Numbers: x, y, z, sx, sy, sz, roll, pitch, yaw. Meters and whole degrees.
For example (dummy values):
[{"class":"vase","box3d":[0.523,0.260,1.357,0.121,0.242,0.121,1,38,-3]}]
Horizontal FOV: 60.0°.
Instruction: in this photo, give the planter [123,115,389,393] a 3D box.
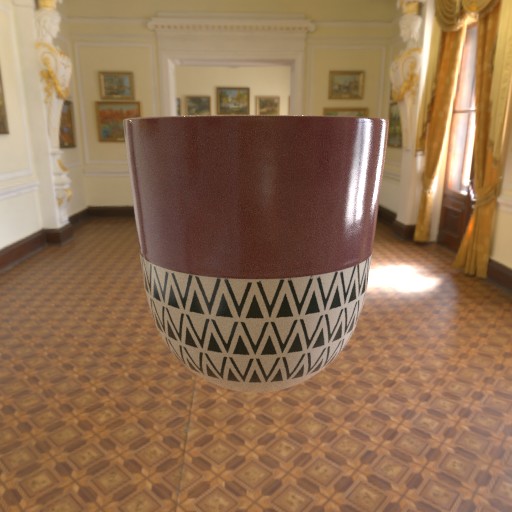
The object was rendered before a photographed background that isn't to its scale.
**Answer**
[{"class":"planter","box3d":[0.000,0.000,0.366,0.195,0.214,0.195,0,15,0]}]
